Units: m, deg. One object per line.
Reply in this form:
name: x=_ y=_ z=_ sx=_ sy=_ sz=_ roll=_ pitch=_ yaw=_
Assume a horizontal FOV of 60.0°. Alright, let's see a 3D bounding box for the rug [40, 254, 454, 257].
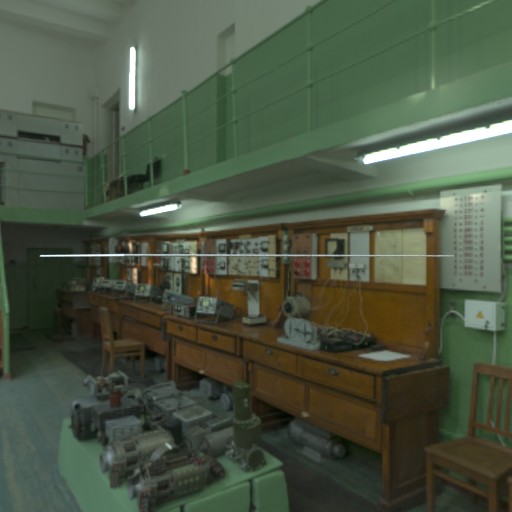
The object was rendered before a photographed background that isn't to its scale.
rug: x=0.000 y=0.000 z=3.066 sx=2.440 sy=0.008 sz=1.524 roll=0 pitch=0 yaw=-37
